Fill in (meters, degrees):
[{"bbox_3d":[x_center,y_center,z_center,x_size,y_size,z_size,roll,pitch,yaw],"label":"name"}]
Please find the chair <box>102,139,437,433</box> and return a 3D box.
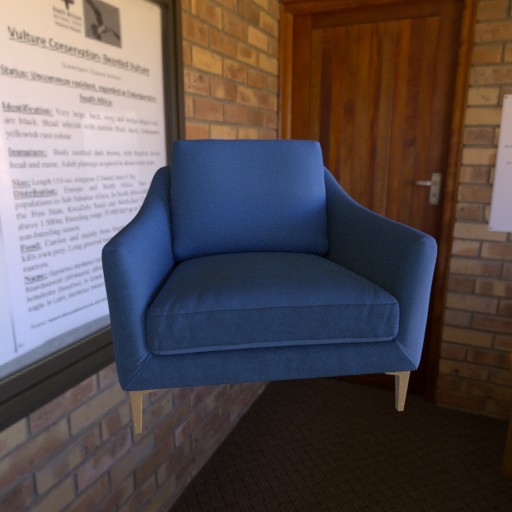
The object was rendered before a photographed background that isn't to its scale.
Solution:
[{"bbox_3d":[0.000,0.000,1.742,0.987,0.899,0.961,-2,14,-8],"label":"chair"}]
